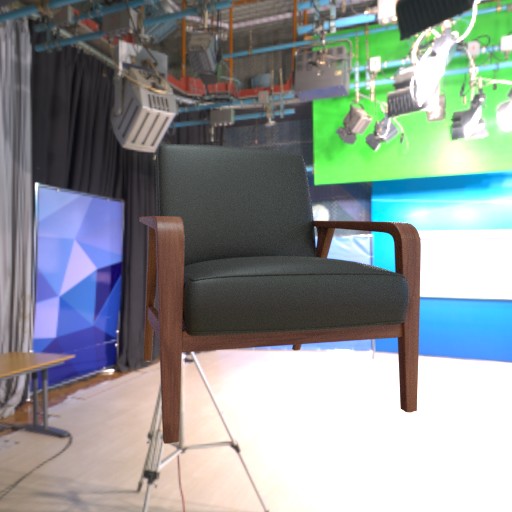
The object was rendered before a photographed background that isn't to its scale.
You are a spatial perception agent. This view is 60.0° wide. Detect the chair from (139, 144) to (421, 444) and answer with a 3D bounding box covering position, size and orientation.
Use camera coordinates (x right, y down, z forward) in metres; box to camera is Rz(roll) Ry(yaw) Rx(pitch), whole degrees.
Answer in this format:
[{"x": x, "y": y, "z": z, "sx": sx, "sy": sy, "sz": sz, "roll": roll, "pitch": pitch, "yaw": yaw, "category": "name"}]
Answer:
[{"x": 0.000, "y": 0.000, "z": 1.489, "sx": 0.719, "sy": 0.861, "sz": 0.889, "roll": 0, "pitch": 1, "yaw": -18, "category": "chair"}]
